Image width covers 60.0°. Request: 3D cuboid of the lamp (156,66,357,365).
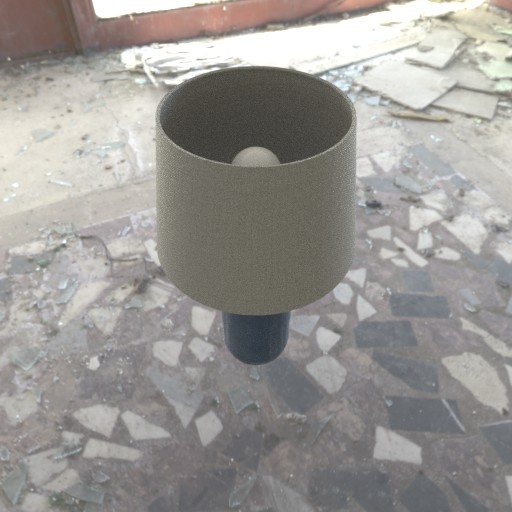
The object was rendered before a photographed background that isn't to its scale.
[{"bbox_3d":[0.000,0.000,0.599,0.253,0.428,0.253,0,47,0],"label":"lamp"}]
